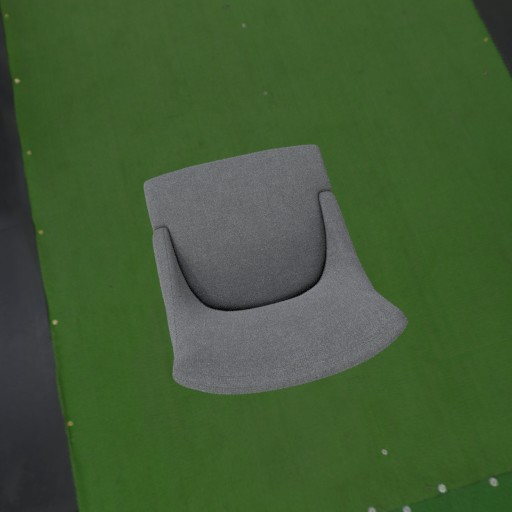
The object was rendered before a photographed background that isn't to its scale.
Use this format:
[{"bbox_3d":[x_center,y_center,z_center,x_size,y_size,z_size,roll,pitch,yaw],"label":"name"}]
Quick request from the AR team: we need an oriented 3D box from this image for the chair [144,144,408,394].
[{"bbox_3d":[0.000,0.000,1.511,0.701,0.909,0.861,-13,74,-4],"label":"chair"}]
